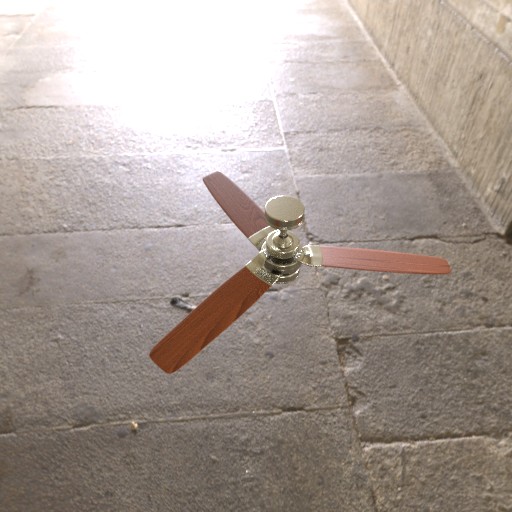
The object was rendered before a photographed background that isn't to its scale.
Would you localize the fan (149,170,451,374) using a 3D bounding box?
[{"bbox_3d":[0.000,0.000,2.012,1.416,0.410,1.271,31,53,27],"label":"fan"}]
